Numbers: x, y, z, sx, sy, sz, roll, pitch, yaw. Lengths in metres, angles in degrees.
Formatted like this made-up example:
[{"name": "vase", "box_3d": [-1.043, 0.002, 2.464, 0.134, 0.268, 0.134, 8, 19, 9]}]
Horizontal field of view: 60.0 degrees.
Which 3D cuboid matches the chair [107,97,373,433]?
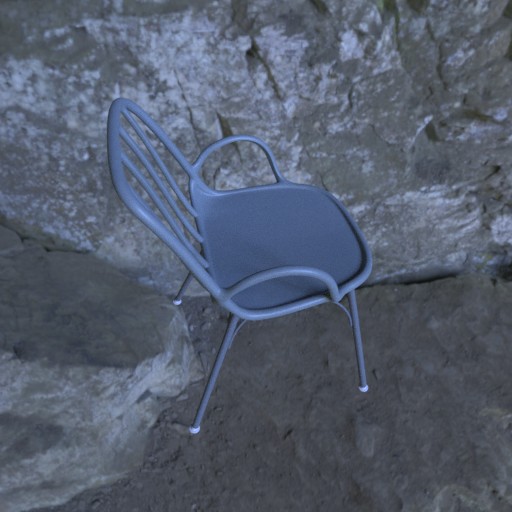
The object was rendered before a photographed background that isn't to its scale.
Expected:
[{"name": "chair", "box_3d": [0.000, 0.000, 1.189, 0.597, 0.816, 0.549, -9, 45, -9]}]
